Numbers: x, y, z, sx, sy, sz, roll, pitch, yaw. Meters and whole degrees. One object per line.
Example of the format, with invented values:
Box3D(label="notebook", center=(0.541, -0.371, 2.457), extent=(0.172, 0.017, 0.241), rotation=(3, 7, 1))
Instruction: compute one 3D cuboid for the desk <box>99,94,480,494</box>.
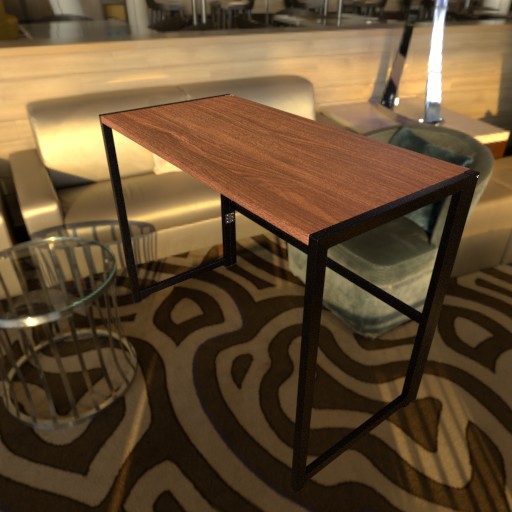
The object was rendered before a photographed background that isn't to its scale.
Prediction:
Box3D(label="desk", center=(0.000, 0.000, 1.417), extent=(0.508, 0.762, 1.016), rotation=(-22, 38, -31))
